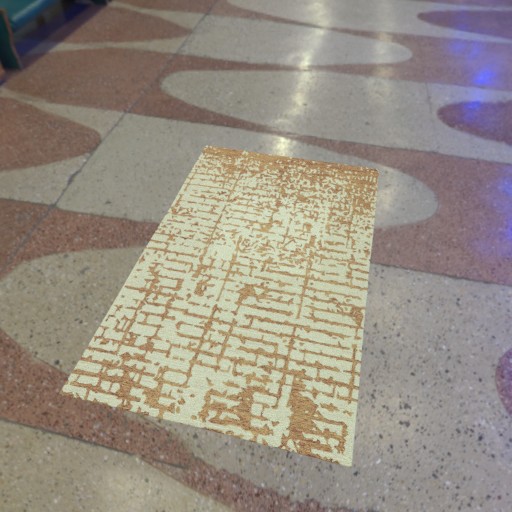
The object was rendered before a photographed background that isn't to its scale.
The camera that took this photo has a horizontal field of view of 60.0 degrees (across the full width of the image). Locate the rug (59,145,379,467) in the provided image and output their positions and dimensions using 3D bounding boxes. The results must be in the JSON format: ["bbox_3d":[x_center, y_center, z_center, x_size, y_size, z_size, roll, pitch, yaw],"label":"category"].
[{"bbox_3d":[0.000,0.000,3.003,1.517,0.011,2.435,10,47,10],"label":"rug"}]
